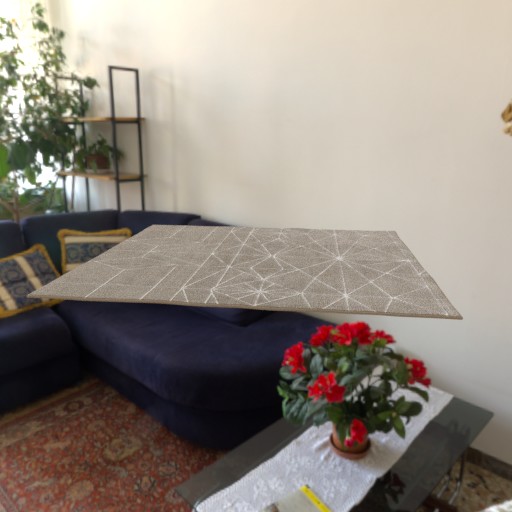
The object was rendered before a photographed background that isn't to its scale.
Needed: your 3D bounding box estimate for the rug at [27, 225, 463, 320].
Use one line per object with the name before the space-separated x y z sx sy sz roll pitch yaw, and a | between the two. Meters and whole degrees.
rug | 0.000 0.000 0.899 0.639 0.006 0.548 2 16 7
